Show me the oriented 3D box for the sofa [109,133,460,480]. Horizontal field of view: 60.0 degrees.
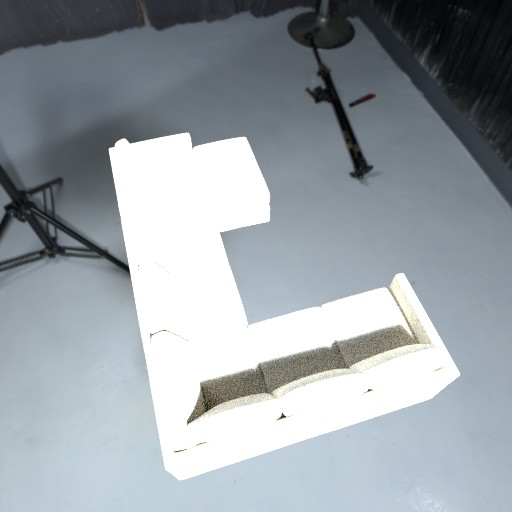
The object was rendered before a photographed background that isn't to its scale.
[{"bbox_3d":[0.000,0.000,4.491,2.427,0.882,3.460,-14,58,-9],"label":"sofa"}]
